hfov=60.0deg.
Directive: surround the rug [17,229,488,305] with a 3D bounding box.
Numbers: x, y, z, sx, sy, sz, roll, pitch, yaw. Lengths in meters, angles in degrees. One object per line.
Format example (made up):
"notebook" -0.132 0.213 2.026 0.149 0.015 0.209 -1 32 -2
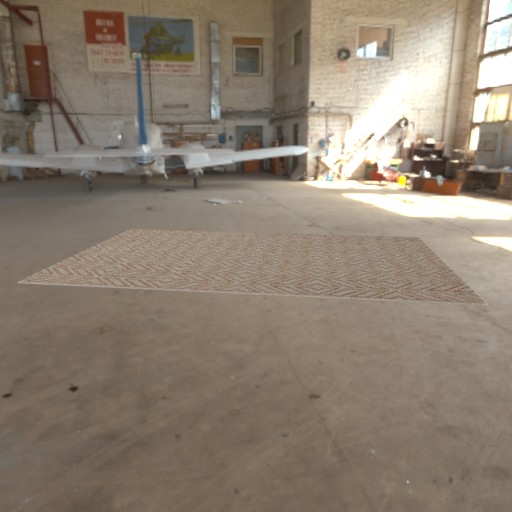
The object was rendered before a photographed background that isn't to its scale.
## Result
"rug" 0.000 0.000 2.986 2.438 0.008 1.523 2 15 8
